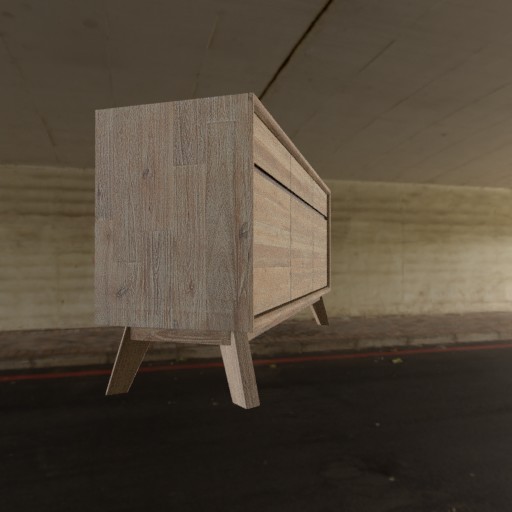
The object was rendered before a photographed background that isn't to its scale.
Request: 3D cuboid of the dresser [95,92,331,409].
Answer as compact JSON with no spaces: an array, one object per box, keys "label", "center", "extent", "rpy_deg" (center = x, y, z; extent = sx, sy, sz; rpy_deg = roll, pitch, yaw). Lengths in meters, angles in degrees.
[{"label":"dresser","center":[0.000,0.000,1.922],"extent":[0.455,0.788,1.602],"rpy_deg":[0,-1,16]}]
